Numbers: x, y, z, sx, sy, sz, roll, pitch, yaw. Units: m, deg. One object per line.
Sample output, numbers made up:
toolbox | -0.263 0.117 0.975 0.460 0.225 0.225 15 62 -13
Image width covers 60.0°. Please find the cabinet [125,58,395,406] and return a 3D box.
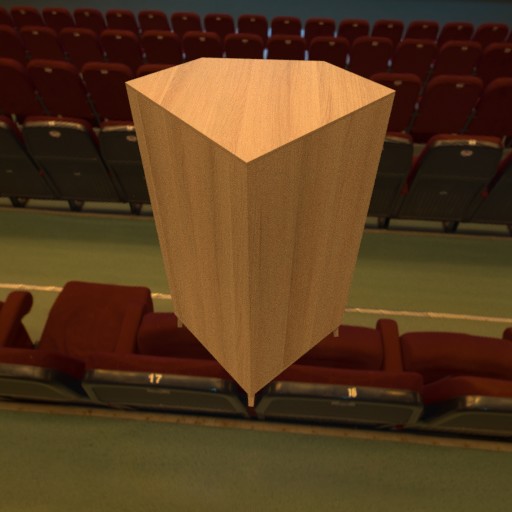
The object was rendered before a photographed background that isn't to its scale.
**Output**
cabinet | 0.000 0.000 2.670 1.272 1.957 0.969 3 45 3
